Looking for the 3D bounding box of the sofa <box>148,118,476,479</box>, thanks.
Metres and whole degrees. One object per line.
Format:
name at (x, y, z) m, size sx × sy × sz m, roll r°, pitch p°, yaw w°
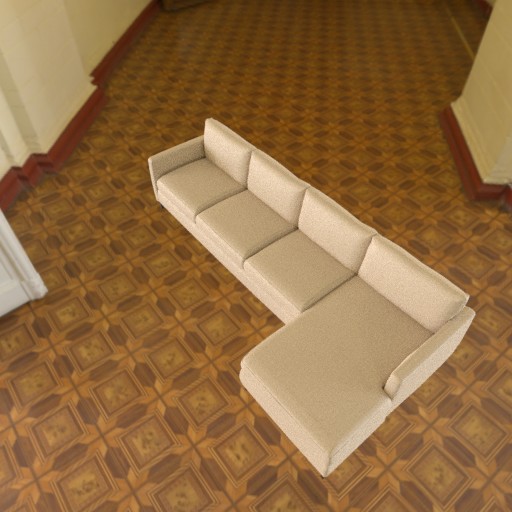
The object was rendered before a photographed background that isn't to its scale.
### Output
sofa at (0.000, 0.000, 3.229) m, size 1.258 × 0.755 × 2.731 m, roll -30°, pitch 54°, yaw -26°
